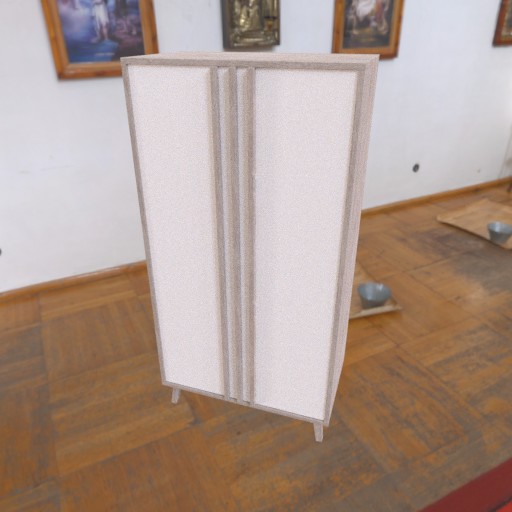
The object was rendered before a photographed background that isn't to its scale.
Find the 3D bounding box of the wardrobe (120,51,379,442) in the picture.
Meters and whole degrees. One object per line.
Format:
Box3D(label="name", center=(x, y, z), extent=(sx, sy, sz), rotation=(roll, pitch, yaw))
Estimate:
Box3D(label="wardrobe", center=(0.000, 0.000, 2.380), extent=(1.000, 1.960, 0.600), rotation=(9, 29, 16))
